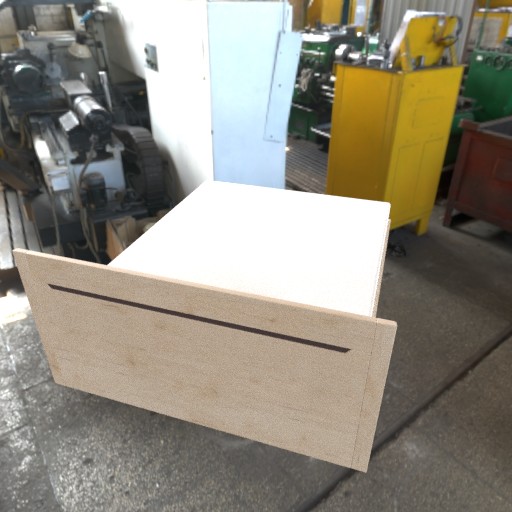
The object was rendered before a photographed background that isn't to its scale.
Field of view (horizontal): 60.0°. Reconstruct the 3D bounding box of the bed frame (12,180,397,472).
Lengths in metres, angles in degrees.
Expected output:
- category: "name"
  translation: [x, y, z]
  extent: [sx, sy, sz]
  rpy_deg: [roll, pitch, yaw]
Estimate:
- category: "bed frame"
  translation: [0.000, 0.000, 2.980]
  extent: [1.800, 0.900, 2.080]
  rpy_deg: [10, 32, 16]
